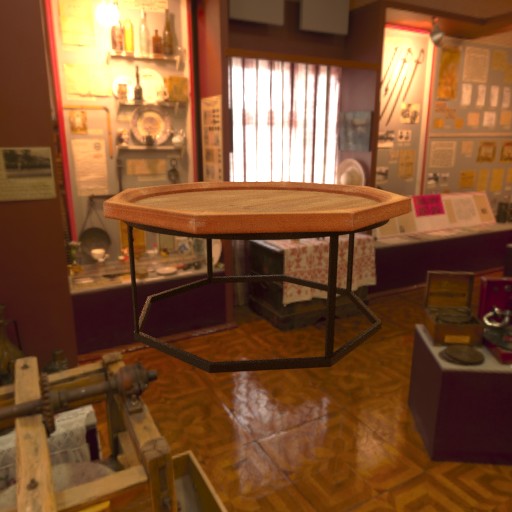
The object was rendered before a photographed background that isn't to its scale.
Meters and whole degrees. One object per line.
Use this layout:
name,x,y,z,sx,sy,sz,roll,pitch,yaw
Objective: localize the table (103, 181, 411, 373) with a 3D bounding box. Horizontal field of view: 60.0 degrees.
table,0.000,0.000,1.562,1.002,0.444,1.002,0,14,0
